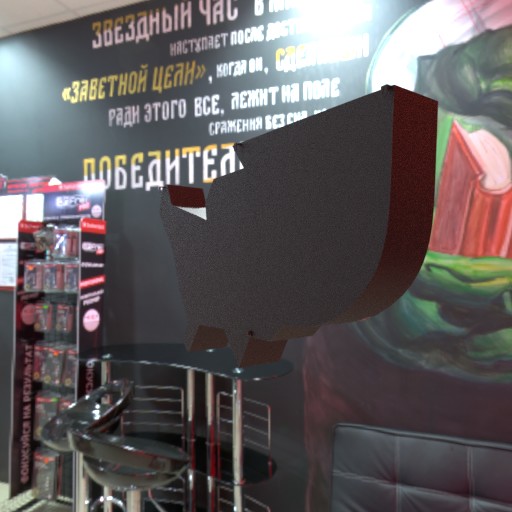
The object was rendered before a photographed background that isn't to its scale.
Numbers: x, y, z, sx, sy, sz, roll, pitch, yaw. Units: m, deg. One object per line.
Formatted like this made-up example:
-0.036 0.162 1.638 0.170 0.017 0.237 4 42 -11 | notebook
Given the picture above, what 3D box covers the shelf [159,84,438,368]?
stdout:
0.000 0.000 0.893 0.112 0.439 0.729 1 -1 -36 | shelf
